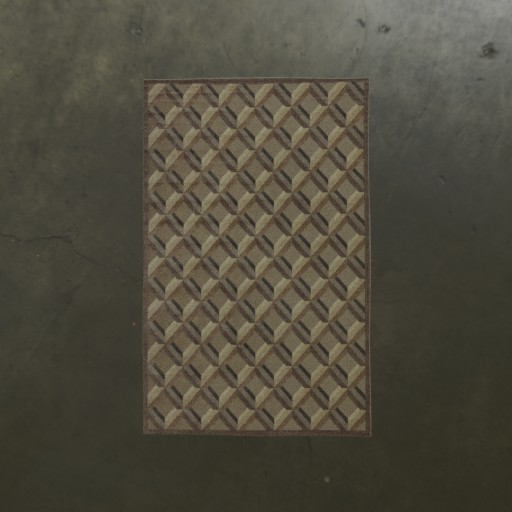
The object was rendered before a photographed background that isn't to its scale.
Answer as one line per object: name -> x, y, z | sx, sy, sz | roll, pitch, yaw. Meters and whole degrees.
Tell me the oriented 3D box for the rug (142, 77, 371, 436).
rug -> 0.000, 0.000, 2.075 | 1.066, 0.011, 1.677 | 0, 89, 1
